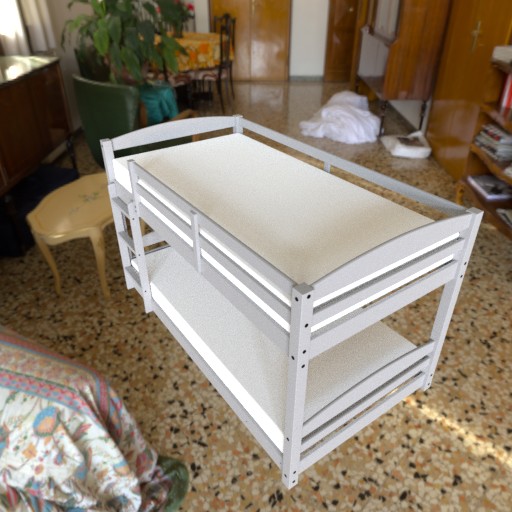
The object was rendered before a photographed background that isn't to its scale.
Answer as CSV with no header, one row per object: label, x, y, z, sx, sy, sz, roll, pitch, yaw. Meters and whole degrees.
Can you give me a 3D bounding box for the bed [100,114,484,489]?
bed,0.000,0.000,2.726,1.105,1.206,2.013,-21,38,-29
